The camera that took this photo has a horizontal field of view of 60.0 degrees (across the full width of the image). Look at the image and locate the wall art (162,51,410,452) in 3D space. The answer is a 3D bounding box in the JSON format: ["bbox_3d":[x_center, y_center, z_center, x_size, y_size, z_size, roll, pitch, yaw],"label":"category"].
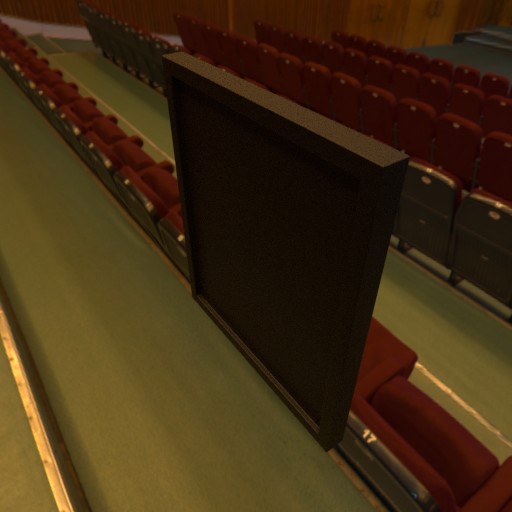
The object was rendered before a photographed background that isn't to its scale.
[{"bbox_3d":[0.000,0.000,0.523,0.028,0.381,0.328,-24,45,-27],"label":"wall art"}]
